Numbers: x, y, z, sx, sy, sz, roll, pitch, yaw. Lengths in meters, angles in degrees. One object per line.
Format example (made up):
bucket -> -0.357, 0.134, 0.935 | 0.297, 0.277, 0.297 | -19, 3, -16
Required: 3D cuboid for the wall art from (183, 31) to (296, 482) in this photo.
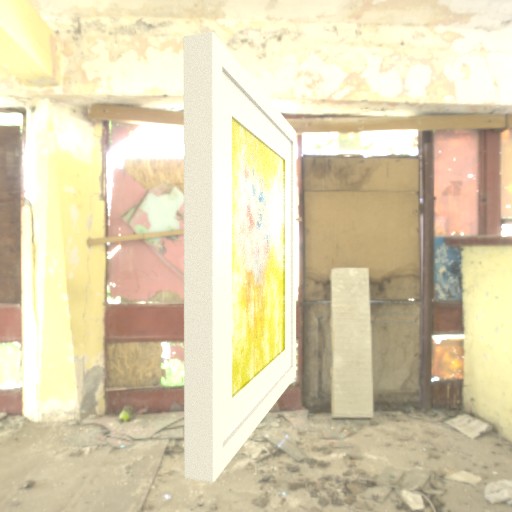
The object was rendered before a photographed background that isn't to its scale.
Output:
wall art -> 0.000, 0.000, 0.535 | 0.028, 0.381, 0.331 | 0, 1, 17
